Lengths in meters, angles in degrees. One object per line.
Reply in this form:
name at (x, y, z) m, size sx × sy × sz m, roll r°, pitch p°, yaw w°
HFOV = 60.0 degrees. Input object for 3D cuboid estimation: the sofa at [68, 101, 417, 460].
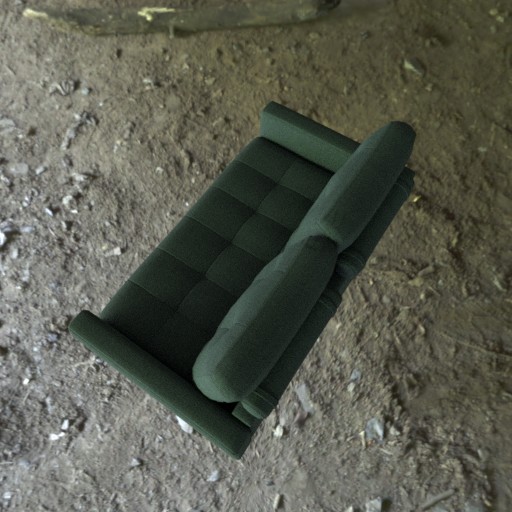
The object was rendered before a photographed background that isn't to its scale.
sofa at (0.000, 0.000, 1.915) m, size 0.842 × 0.907 × 1.407 m, roll 31°, pitch 68°, yaw 15°
